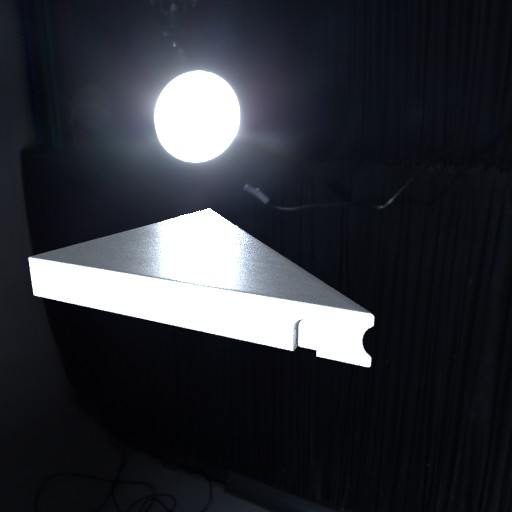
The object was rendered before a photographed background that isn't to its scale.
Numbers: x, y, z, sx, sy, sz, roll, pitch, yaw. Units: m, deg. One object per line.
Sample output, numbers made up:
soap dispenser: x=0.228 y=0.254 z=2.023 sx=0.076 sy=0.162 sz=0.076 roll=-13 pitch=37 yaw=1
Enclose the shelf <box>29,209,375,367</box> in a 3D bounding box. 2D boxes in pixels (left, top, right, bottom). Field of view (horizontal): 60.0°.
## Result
shelf: x=0.000 y=0.000 z=0.453 sx=0.296 sy=0.035 sz=0.296 roll=7 pitch=17 yaw=25
